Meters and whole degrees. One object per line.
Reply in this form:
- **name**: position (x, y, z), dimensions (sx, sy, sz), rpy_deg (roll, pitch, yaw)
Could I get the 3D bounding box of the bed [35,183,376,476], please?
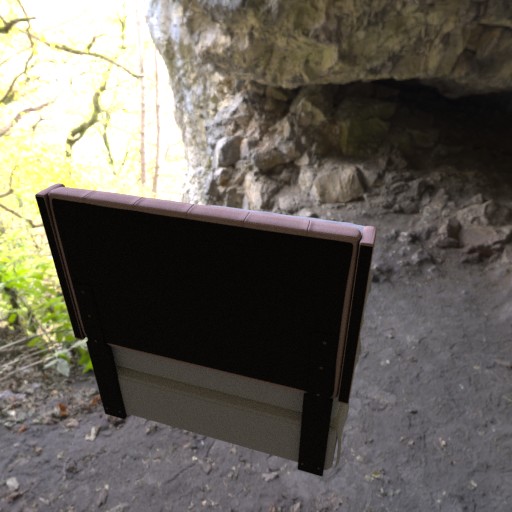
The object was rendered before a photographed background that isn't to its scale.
- **bed**: position (0.000, 0.000, 3.293), dimensions (1.719, 1.665, 2.066), rpy_deg (9, 33, 15)
